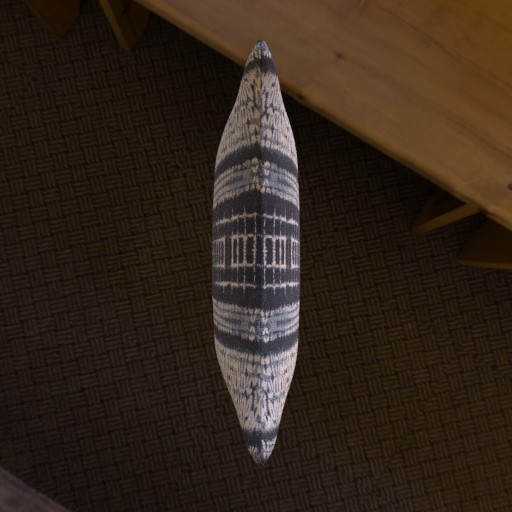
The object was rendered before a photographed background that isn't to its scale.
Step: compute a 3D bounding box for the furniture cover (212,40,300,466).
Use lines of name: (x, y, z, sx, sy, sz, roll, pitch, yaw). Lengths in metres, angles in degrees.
furniture cover: (0.000, 0.000, 0.654, 0.133, 0.435, 0.425, 0, 88, -1)
